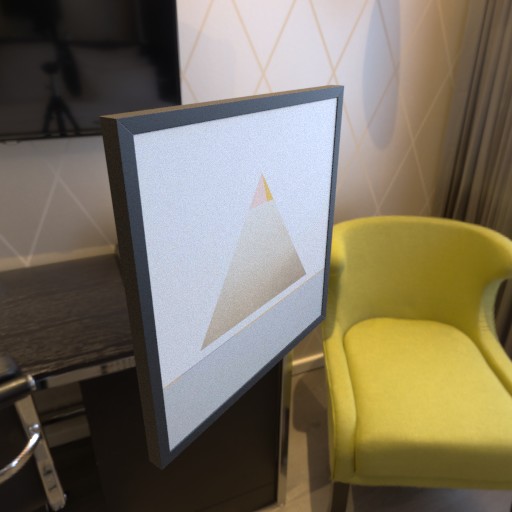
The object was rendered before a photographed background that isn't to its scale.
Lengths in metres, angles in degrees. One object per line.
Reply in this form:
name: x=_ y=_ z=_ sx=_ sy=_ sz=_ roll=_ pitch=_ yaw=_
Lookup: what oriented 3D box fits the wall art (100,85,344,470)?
wall art: x=0.000 y=0.000 z=1.127 sx=0.042 sy=0.766 sz=0.769 roll=18 pitch=31 yaw=33
